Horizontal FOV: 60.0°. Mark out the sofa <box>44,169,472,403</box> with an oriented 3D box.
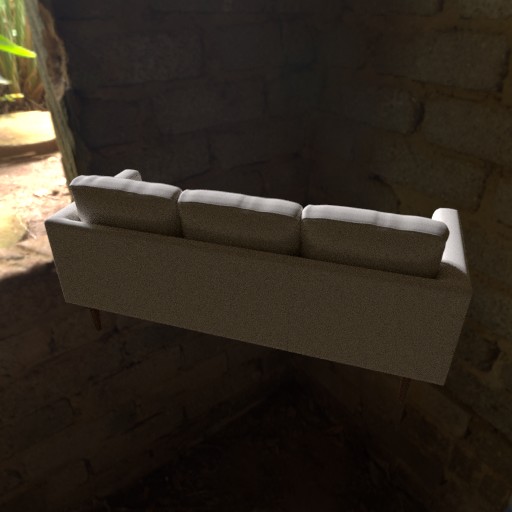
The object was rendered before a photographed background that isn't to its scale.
[{"bbox_3d":[0.000,0.000,2.426,2.029,0.912,0.802,9,33,15],"label":"sofa"}]
